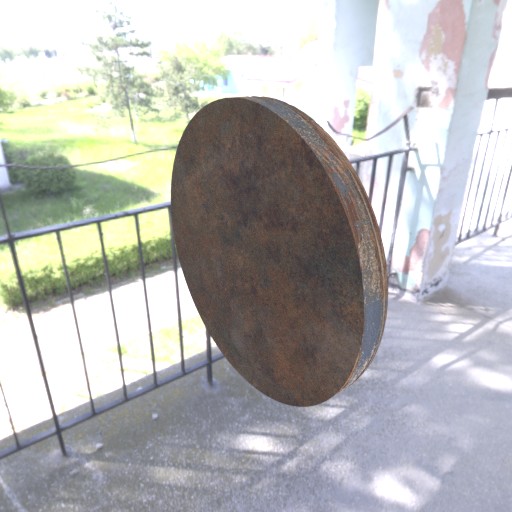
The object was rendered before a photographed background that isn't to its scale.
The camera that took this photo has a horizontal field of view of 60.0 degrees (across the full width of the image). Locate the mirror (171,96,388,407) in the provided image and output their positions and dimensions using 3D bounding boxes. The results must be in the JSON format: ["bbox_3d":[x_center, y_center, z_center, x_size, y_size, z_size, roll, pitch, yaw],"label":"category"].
[{"bbox_3d":[0.000,0.000,0.860,0.061,0.585,0.585,-18,31,-33],"label":"mirror"}]
